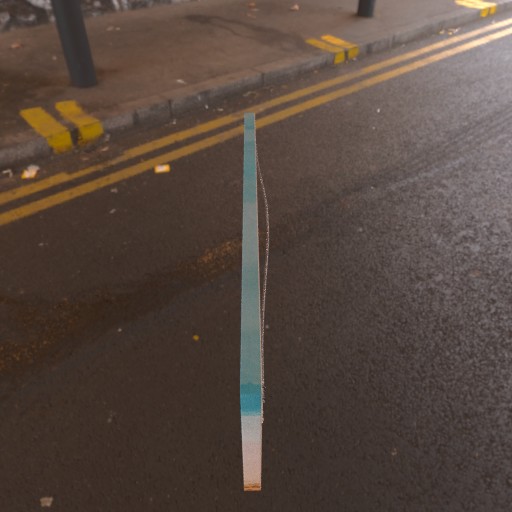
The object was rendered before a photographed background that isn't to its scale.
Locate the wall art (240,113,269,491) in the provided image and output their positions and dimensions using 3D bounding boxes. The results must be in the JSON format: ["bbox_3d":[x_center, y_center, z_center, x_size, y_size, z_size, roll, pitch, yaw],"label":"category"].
[{"bbox_3d":[0.000,0.000,0.852,0.044,0.254,0.759,0,41,-1],"label":"wall art"}]
